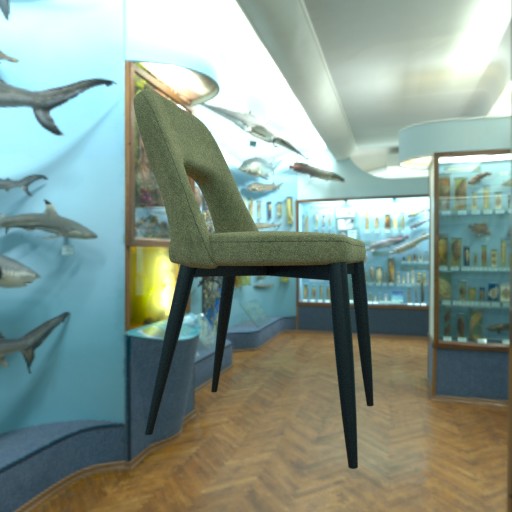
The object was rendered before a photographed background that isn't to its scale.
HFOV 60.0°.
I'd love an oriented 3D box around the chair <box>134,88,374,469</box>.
[{"bbox_3d":[0.000,0.000,1.252,0.612,0.931,0.470,0,0,19],"label":"chair"}]
